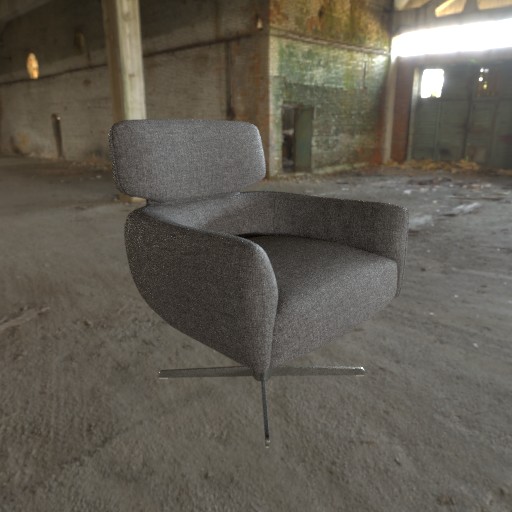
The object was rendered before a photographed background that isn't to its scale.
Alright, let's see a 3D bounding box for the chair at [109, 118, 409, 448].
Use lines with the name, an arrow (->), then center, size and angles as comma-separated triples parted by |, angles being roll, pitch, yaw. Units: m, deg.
chair -> 0.000, 0.000, 1.355 | 0.715, 0.812, 0.706 | 15, 22, 41
